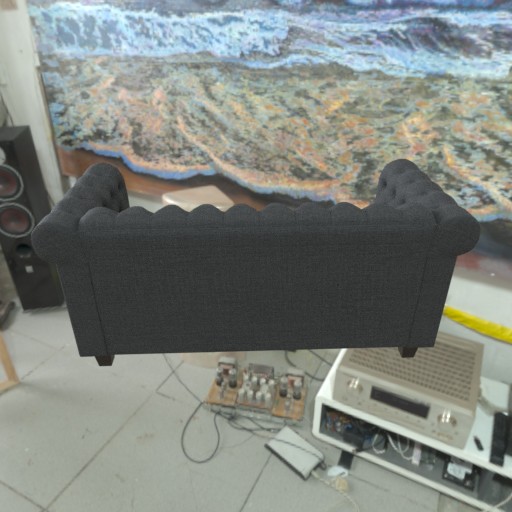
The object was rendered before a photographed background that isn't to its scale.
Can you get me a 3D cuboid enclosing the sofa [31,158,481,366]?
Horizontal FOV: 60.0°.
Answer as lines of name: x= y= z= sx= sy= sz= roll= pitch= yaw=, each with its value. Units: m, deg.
sofa: x=0.000 y=0.000 z=2.244 sx=1.798 sy=0.797 sz=0.783 roll=-1 pitch=30 yaw=-2
